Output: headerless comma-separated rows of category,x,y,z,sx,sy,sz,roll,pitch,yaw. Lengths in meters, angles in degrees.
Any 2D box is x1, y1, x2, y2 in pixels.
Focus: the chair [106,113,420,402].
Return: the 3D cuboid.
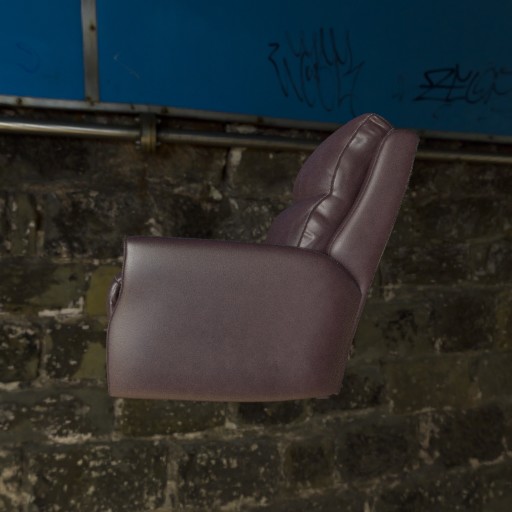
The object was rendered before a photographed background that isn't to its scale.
chair,0.000,0.000,1.815,1.080,1.030,0.829,0,1,-1
